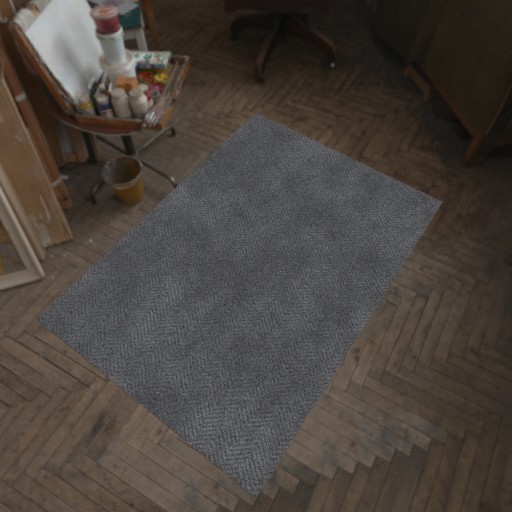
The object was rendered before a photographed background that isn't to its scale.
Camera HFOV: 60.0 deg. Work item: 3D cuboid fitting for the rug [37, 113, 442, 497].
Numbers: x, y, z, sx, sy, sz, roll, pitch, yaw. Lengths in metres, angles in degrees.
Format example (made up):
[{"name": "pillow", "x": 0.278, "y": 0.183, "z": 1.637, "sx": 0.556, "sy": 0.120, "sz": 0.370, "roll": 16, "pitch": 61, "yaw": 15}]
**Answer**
[{"name": "rug", "x": 0.000, "y": 0.000, "z": 2.859, "sx": 1.600, "sy": 0.008, "sz": 2.235, "roll": 31, "pitch": 63, "yaw": 18}]
